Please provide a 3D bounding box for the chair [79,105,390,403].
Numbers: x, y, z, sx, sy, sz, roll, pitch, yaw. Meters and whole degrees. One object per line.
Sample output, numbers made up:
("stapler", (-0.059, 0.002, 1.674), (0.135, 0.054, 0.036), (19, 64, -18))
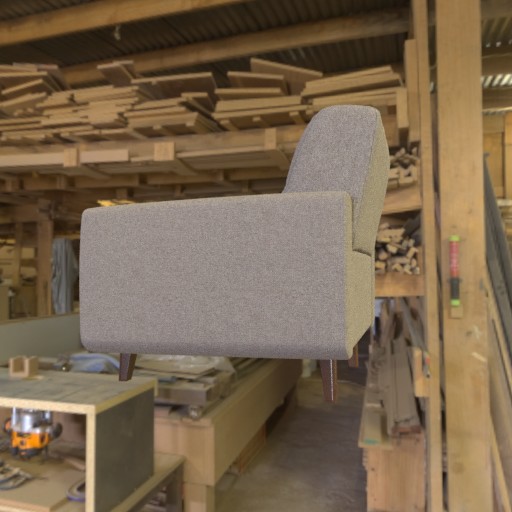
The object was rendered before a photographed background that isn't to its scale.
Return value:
("chair", (0.000, 0.000, 1.595), (0.907, 0.839, 0.831), (-1, -2, 20))
